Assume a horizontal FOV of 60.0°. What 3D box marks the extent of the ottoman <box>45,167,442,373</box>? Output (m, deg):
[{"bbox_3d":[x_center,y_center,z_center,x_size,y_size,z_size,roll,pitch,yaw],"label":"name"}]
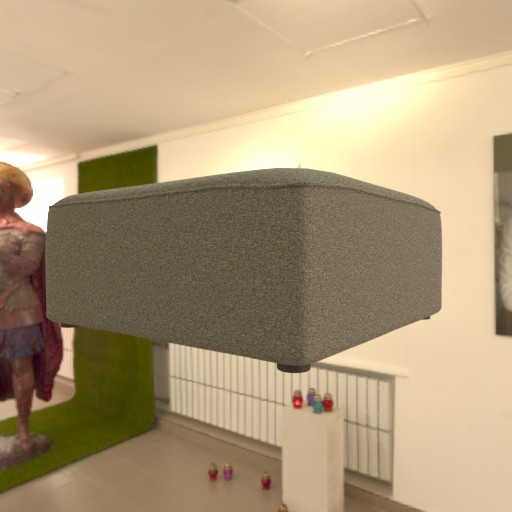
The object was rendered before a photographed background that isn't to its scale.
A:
[{"bbox_3d":[0.000,0.000,1.558,1.005,0.464,1.015,1,1,37],"label":"ottoman"}]
